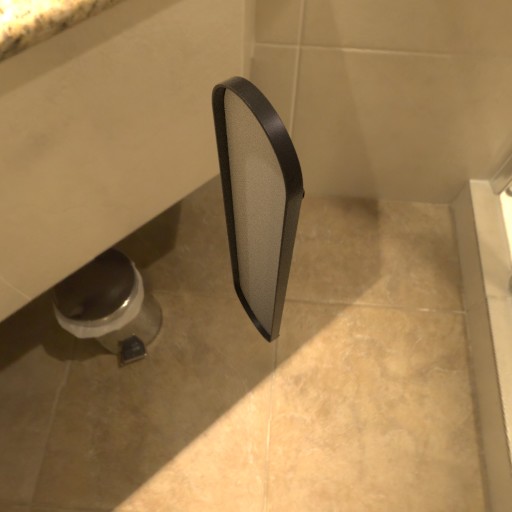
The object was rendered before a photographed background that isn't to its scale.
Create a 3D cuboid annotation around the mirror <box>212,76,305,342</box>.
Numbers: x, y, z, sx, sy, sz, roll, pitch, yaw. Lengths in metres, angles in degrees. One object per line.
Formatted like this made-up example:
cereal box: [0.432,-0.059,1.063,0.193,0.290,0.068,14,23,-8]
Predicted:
mirror: [0.000,0.000,1.047,0.032,0.991,0.222,-30,68,-13]
